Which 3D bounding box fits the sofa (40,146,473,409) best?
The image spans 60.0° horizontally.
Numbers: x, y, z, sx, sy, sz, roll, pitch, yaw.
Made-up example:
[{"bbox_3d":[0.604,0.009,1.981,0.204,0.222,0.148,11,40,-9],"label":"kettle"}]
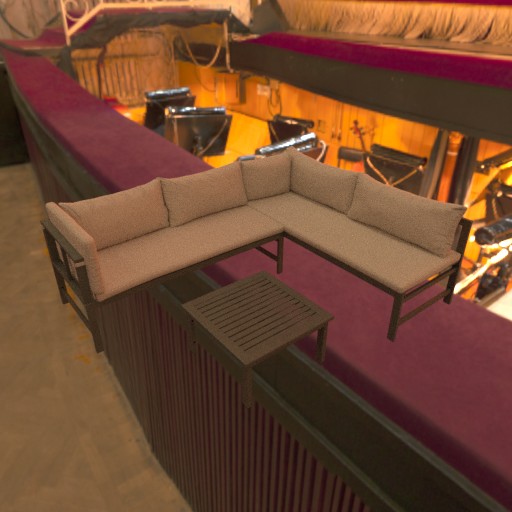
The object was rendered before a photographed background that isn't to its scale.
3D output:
[{"bbox_3d":[0.000,0.000,2.845,2.096,0.758,1.658,-22,36,-32],"label":"sofa"}]
